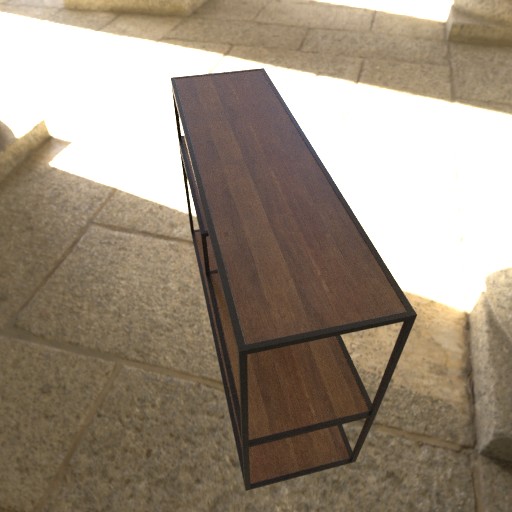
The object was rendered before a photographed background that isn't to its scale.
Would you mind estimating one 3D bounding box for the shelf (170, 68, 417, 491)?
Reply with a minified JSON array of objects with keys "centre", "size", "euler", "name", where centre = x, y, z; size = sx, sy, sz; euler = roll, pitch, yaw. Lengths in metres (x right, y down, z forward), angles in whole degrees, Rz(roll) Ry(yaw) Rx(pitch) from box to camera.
[{"centre":[0.000,0.000,1.512],"size":[0.361,0.765,1.201],"euler":[-10,46,-10],"name":"shelf"}]
